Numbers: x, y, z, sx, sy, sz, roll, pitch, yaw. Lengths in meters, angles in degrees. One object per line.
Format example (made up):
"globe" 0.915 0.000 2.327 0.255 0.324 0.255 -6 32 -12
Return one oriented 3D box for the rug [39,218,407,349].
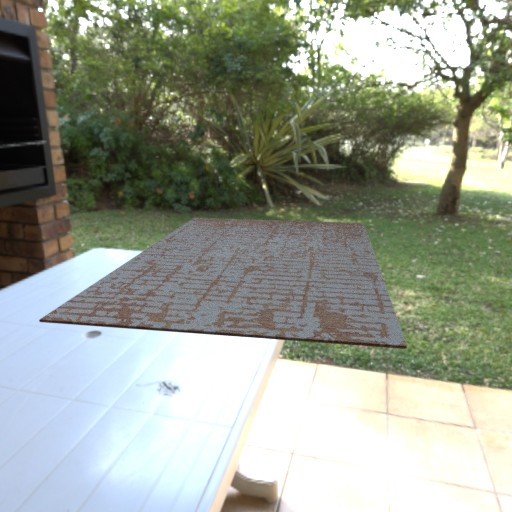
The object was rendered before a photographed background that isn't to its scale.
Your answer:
"rug" 0.000 0.000 2.295 1.219 0.011 1.829 3 16 9
